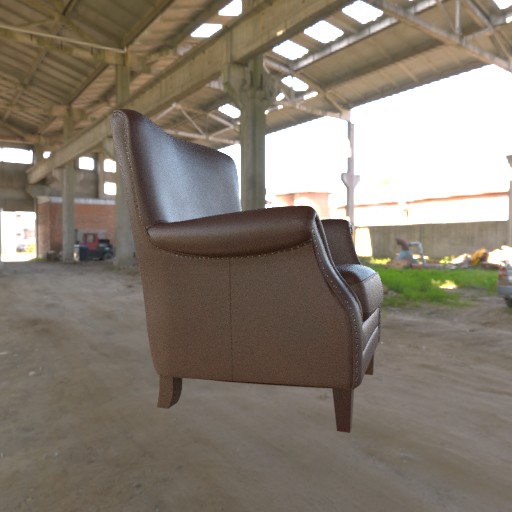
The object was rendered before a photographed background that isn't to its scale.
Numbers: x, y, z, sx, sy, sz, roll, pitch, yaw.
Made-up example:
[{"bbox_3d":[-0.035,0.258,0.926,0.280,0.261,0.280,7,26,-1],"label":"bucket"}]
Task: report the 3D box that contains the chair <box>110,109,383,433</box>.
[{"bbox_3d":[0.000,0.000,1.360,0.746,0.800,0.700,1,2,20],"label":"chair"}]
